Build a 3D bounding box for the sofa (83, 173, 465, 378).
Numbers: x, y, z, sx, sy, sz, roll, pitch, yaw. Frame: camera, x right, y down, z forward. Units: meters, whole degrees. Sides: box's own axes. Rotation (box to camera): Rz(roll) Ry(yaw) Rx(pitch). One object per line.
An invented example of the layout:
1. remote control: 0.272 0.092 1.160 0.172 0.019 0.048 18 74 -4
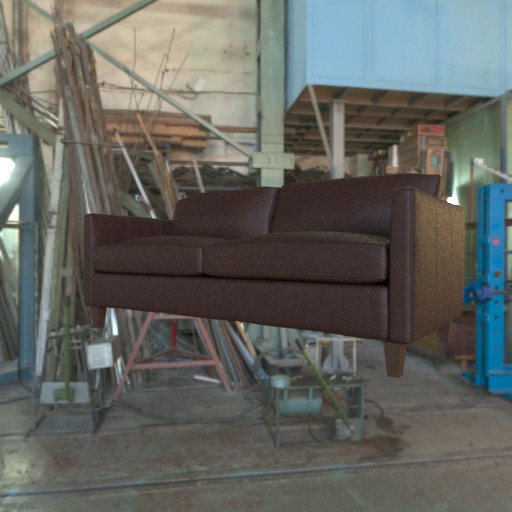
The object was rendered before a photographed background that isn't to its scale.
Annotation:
1. sofa: 0.000 0.000 2.443 1.971 0.863 0.923 0 1 36
